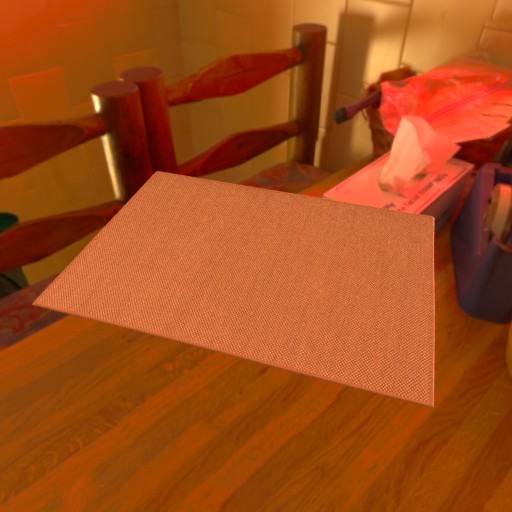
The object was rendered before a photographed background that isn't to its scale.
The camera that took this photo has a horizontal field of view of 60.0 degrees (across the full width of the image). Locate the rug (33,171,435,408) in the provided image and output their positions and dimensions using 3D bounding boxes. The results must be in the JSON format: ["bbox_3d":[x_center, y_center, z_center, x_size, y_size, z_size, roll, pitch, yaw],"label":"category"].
[{"bbox_3d":[0.000,0.000,2.768,2.134,0.013,1.524,11,42,13],"label":"rug"}]
